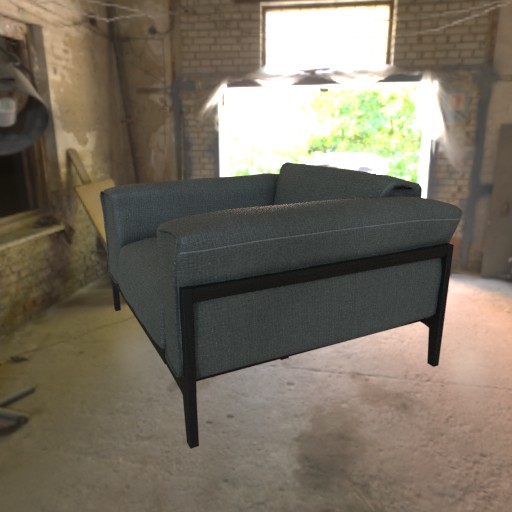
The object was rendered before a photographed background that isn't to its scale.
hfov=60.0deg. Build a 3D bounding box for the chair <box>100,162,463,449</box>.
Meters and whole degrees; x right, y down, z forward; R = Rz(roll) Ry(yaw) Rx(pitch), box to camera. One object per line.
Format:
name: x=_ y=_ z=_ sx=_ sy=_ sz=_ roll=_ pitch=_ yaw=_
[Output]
chair: x=0.000 y=0.000 z=1.691 sx=0.969 sy=0.646 sz=1.056 roll=-8 pitch=18 yaw=-26
